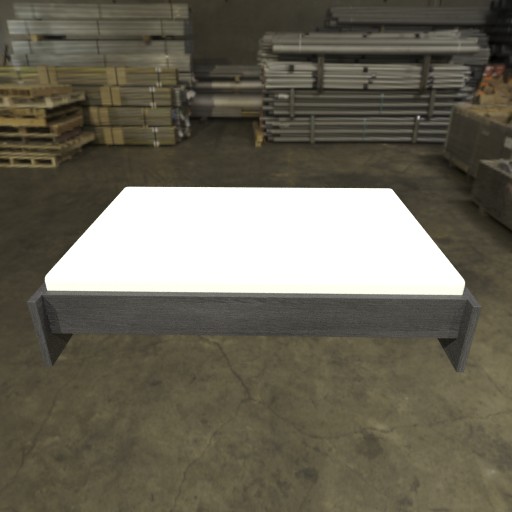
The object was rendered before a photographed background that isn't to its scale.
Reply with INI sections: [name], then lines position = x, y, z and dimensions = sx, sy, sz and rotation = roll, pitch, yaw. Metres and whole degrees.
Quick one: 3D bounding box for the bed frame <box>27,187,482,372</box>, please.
[bed frame]
position = 0.000, 0.000, 2.629
dimensions = 1.950, 0.432, 1.490
rotation = 1, 27, 1
